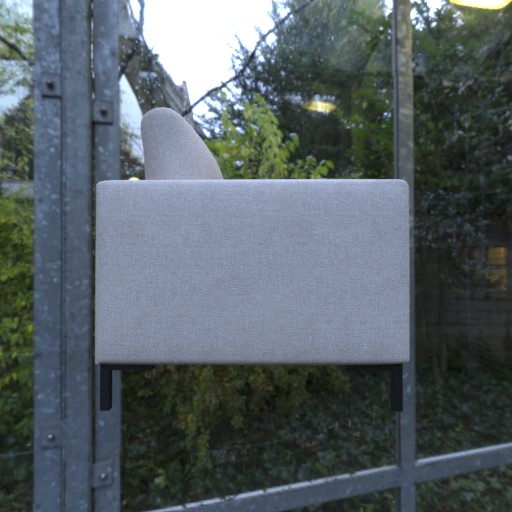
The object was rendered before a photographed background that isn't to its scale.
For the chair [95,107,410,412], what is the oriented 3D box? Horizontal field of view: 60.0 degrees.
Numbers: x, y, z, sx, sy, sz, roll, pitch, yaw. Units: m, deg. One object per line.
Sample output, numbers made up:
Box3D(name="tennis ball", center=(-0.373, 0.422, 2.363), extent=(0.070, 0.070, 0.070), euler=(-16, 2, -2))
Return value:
Box3D(name="chair", center=(0.000, 0.000, 1.646), extent=(0.866, 0.861, 0.963), euler=(0, -1, 1))
